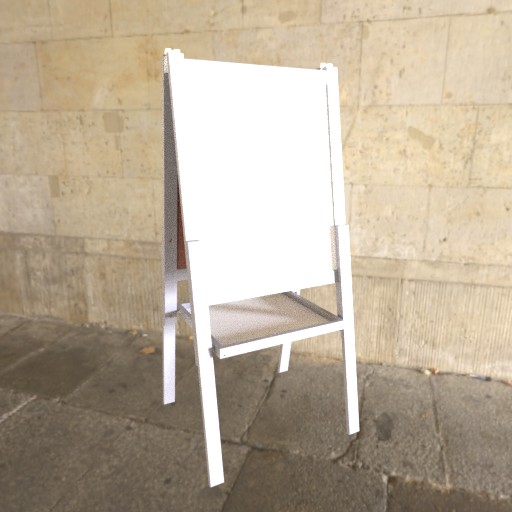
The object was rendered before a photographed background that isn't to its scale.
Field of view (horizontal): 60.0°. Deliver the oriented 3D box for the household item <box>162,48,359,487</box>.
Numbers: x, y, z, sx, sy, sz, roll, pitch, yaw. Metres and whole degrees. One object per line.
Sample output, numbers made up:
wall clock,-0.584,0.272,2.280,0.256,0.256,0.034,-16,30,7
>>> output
household item,0.000,0.000,1.411,0.531,1.172,0.469,-8,17,-27
